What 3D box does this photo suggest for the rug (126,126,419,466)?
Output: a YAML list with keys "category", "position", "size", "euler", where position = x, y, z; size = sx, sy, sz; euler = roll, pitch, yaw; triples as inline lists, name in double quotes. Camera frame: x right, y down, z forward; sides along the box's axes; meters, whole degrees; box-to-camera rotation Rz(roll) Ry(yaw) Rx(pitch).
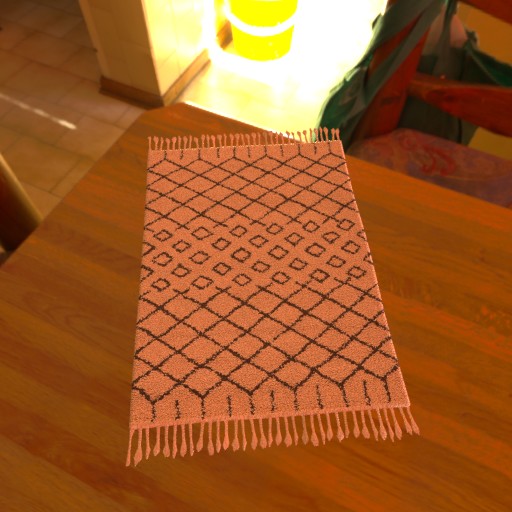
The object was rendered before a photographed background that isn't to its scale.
- category: "rug"
  position: [0.000, 0.000, 3.162]
  size: [1.664, 0.029, 2.615]
  euler: [-4, 58, -3]
